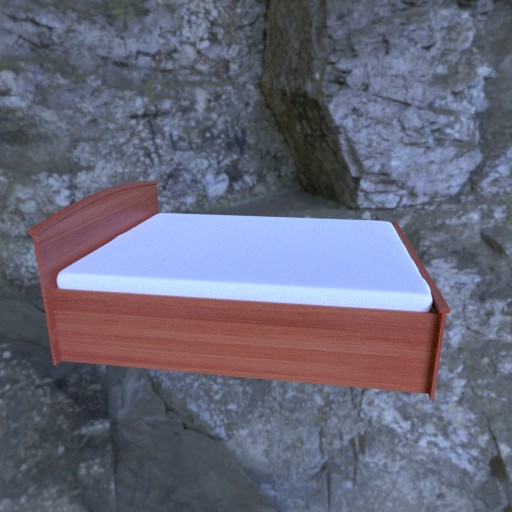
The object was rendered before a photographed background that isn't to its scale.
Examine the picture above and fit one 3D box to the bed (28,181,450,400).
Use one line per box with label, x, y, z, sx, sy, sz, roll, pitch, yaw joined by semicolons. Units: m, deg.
bed;0.000;0.000;2.977;2.053;0.848;1.683;3;18;9
